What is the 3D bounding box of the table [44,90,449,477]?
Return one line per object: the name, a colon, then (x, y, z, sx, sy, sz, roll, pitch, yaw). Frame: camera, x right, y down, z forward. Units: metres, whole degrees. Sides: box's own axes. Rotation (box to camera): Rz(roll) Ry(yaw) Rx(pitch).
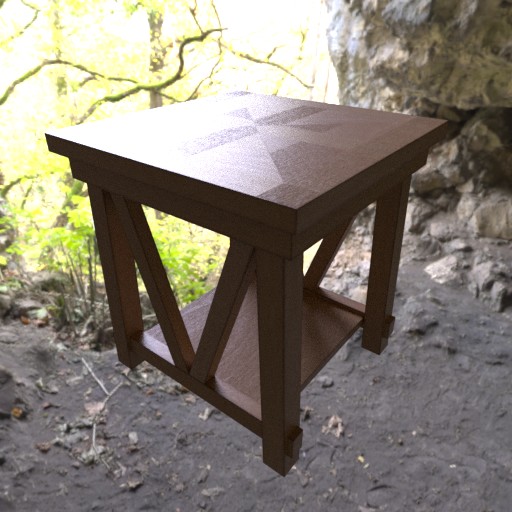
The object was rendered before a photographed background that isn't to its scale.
table: (0.000, 0.000, 1.101, 0.612, 0.638, 0.610, 21, 36, 32)
